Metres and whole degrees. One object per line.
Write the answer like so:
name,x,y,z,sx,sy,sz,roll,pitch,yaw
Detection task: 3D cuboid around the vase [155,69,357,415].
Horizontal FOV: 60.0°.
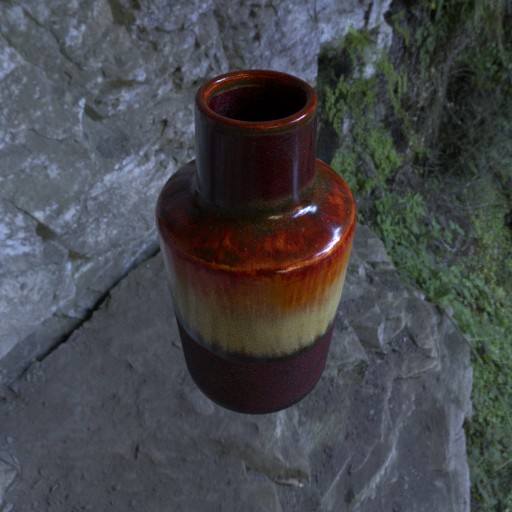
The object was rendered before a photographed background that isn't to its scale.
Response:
vase,0.000,0.000,0.266,0.108,0.204,0.108,0,46,0
